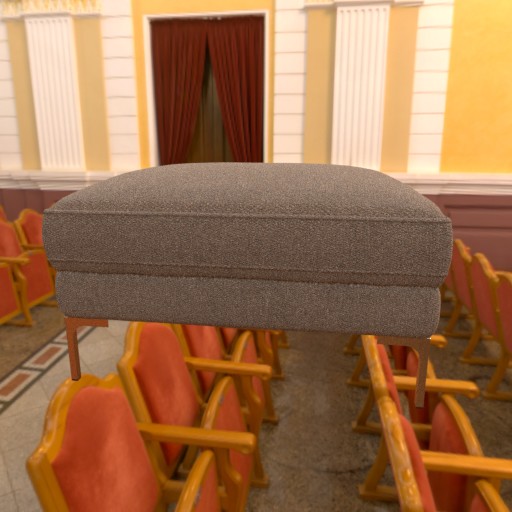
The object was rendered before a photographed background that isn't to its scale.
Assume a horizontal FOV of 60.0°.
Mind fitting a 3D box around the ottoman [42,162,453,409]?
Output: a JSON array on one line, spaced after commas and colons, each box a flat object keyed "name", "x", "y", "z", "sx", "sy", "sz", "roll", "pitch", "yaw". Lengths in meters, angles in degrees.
[{"name": "ottoman", "x": 0.000, "y": 0.000, "z": 1.131, "sx": 0.785, "sy": 0.464, "sz": 0.583, "roll": 2, "pitch": 14, "yaw": 8}]
